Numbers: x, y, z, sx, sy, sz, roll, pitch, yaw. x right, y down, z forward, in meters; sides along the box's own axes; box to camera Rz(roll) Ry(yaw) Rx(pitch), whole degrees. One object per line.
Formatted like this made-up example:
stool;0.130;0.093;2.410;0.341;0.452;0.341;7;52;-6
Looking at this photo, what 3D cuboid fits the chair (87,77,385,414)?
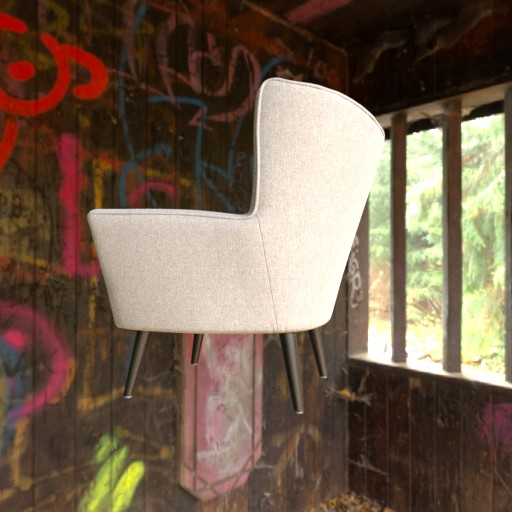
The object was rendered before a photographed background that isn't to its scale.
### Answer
chair;0.000;0.000;1.583;0.888;0.933;0.781;0;-1;18
